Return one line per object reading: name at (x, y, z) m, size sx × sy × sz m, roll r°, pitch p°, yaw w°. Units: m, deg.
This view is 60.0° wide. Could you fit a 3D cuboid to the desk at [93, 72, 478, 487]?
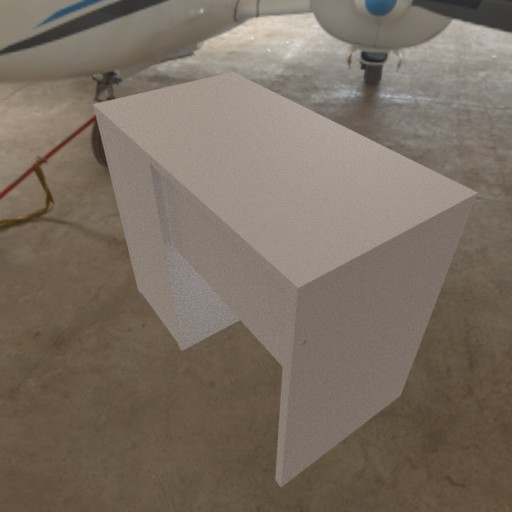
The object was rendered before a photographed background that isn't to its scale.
desk at (0.000, 0.000, 1.303) m, size 0.482 × 0.730 × 0.898 m, roll -25°, pitch 46°, yaw -26°
